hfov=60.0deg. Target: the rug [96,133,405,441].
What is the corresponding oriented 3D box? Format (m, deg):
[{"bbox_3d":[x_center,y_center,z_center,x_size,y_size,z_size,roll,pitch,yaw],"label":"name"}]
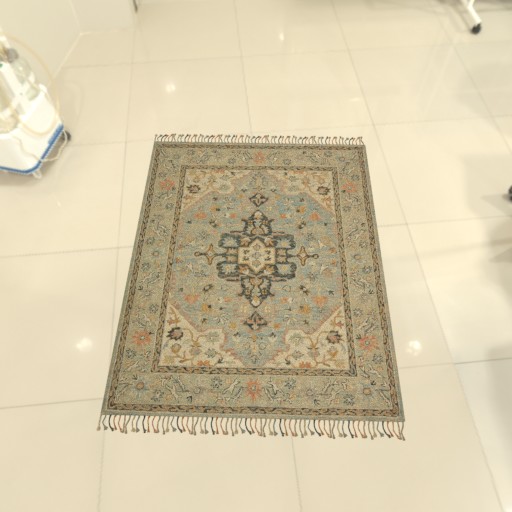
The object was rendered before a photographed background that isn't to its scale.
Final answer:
[{"bbox_3d":[0.000,0.000,2.260,1.278,0.009,1.730,1,59,1],"label":"rug"}]
